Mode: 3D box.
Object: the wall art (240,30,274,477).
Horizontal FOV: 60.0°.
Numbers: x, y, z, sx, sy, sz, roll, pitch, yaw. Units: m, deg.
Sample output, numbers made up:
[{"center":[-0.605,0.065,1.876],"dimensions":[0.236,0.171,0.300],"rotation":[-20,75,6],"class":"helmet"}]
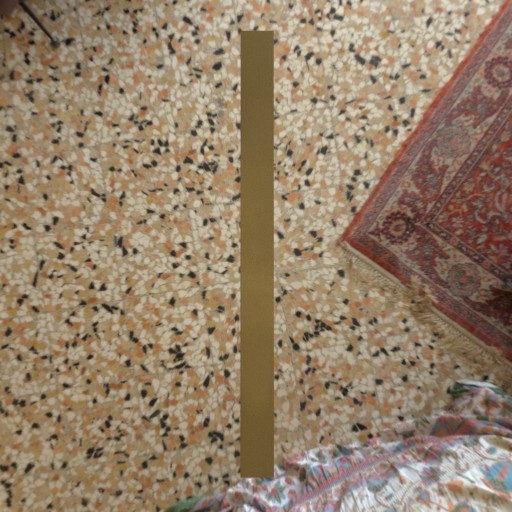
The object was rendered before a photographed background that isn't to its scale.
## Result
[{"center":[0.000,0.000,0.757],"dimensions":[0.038,0.508,0.507],"rotation":[0,89,0],"class":"wall art"}]
